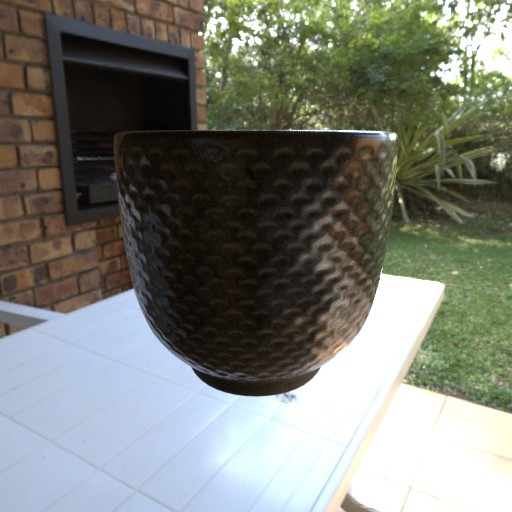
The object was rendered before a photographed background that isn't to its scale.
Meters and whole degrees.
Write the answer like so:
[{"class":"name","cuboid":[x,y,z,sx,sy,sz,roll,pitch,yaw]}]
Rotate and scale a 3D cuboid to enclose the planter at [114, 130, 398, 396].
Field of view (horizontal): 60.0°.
[{"class":"planter","cuboid":[0.000,0.000,0.298,0.172,0.160,0.172,0,15,0]}]
